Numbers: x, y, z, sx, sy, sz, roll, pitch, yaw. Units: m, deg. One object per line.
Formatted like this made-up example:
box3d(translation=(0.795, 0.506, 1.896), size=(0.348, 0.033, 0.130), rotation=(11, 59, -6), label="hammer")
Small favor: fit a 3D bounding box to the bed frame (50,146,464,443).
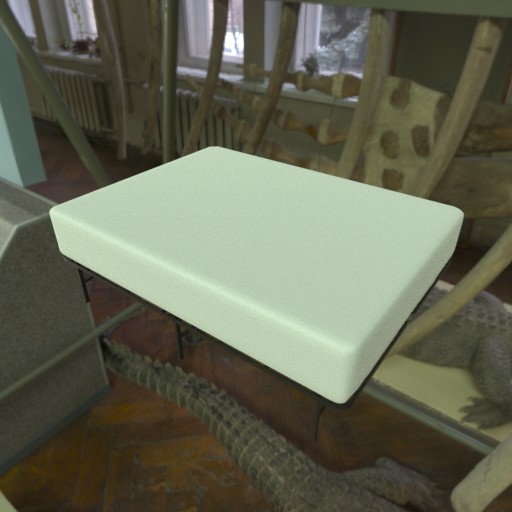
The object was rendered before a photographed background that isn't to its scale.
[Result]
box3d(translation=(0.000, 0.000, 2.829), size=(2.037, 0.677, 1.528), rotation=(22, 38, 31), label="bed frame")
